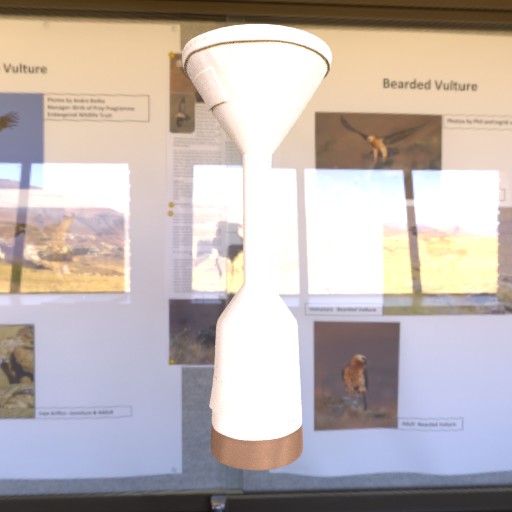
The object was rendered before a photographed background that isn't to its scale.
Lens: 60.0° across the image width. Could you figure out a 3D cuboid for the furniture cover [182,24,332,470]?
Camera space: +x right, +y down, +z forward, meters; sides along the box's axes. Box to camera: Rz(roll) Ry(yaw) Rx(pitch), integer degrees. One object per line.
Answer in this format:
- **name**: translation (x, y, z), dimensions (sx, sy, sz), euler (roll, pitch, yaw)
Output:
- **furniture cover**: translation (0.000, 0.000, 2.753), dimensions (0.914, 2.413, 0.914), euler (-1, 1, -35)
